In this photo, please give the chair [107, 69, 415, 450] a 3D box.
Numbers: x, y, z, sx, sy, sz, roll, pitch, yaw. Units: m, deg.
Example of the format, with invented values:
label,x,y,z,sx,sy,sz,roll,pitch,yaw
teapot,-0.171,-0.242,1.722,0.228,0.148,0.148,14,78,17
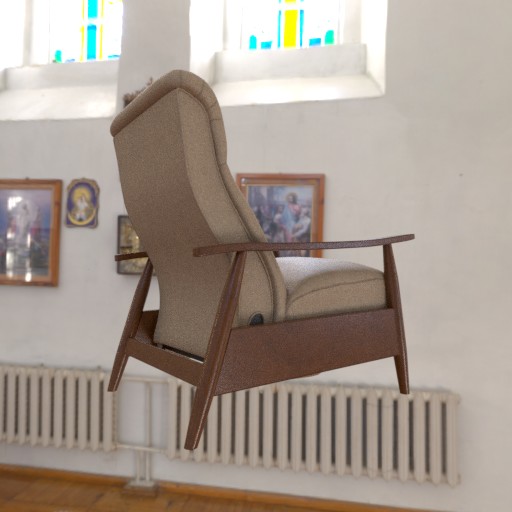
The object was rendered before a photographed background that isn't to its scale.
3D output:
label,x,y,z,sx,sy,sz,roll,pitch,yaw
chair,0.000,0.000,1.780,1.030,1.082,0.762,1,-2,-35
